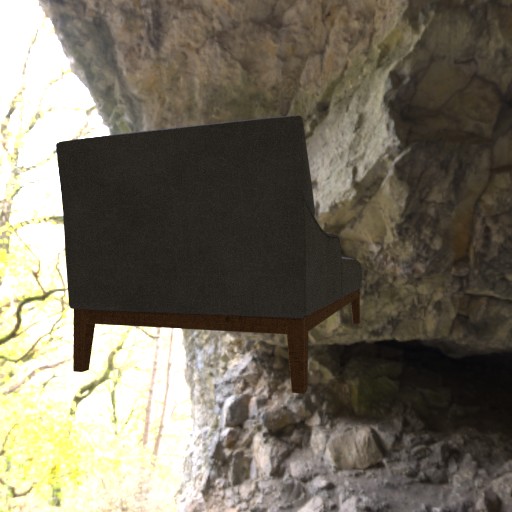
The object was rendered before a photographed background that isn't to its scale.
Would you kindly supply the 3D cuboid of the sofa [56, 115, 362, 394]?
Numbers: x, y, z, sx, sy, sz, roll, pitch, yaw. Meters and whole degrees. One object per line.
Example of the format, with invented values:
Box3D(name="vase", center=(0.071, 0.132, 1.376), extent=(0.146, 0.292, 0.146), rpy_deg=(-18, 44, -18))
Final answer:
Box3D(name="sofa", center=(0.000, 0.000, 2.237), extent=(0.894, 0.859, 1.779), rpy_deg=(0, -1, 19))
